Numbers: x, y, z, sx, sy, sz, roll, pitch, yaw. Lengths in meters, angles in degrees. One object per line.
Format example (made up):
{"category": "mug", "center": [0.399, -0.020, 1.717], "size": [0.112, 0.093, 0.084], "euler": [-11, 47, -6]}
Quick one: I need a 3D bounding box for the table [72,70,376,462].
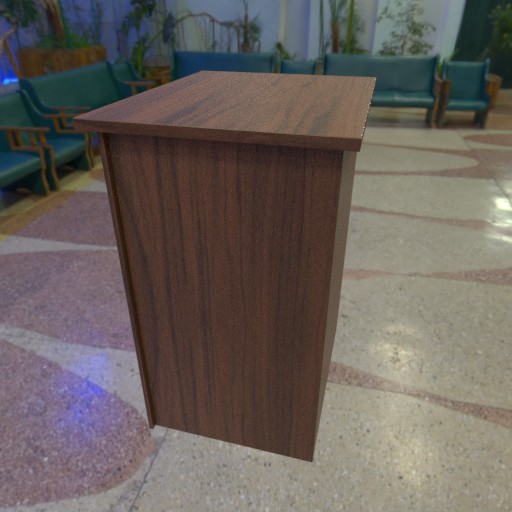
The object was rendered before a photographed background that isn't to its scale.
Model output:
{"category": "table", "center": [0.000, 0.000, 0.910], "size": [0.381, 0.636, 0.480], "euler": [8, 31, 13]}
